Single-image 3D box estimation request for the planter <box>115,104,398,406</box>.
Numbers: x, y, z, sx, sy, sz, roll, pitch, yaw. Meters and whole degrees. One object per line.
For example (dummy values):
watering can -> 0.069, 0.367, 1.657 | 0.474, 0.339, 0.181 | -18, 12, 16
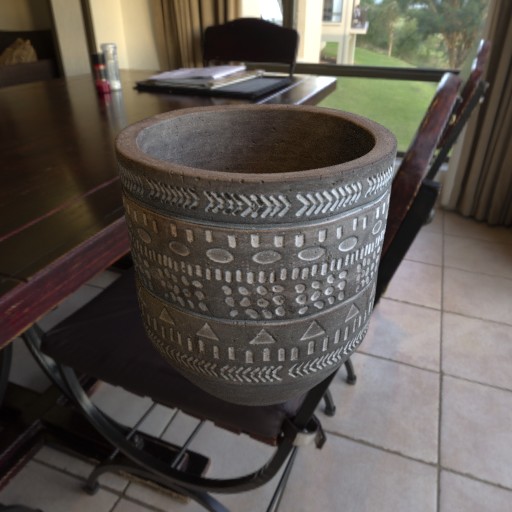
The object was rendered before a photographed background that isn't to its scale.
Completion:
planter -> 0.000, 0.000, 0.265 | 0.142, 0.149, 0.142 | 0, 30, 0
